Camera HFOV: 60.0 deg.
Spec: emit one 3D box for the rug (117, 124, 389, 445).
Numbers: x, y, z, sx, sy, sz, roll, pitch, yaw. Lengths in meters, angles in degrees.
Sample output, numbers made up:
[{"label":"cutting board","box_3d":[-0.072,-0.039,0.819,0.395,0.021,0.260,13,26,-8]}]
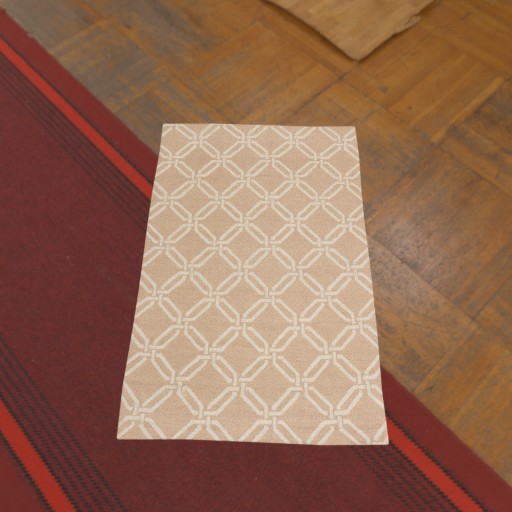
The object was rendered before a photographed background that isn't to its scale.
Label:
[{"label":"rug","box_3d":[0.000,0.000,2.233,1.146,0.010,1.745,1,63,0]}]
